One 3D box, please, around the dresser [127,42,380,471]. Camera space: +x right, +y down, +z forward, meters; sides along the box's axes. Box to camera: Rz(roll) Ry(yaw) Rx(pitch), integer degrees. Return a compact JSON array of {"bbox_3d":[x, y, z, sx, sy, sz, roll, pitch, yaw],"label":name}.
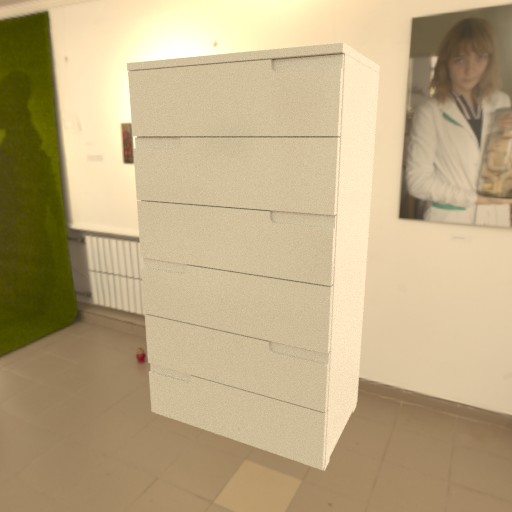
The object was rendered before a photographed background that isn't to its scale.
[{"bbox_3d":[0.000,0.000,1.485,0.650,1.190,0.400,7,17,26],"label":"dresser"}]
